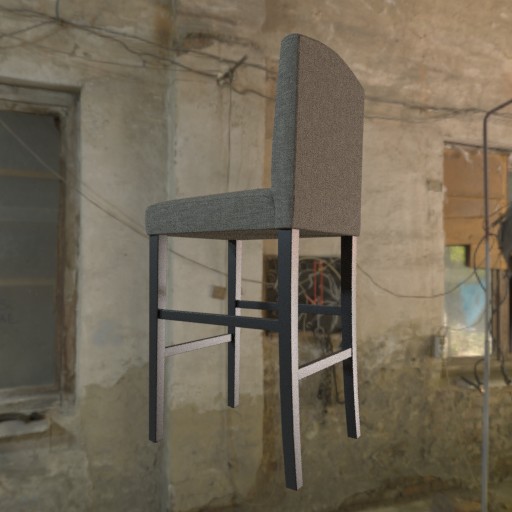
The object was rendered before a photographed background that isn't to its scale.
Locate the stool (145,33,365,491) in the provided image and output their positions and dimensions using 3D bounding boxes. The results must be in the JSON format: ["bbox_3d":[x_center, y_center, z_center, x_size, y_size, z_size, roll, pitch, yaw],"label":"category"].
[{"bbox_3d":[0.000,0.000,1.386,0.552,1.138,0.451,0,-1,35],"label":"stool"}]
